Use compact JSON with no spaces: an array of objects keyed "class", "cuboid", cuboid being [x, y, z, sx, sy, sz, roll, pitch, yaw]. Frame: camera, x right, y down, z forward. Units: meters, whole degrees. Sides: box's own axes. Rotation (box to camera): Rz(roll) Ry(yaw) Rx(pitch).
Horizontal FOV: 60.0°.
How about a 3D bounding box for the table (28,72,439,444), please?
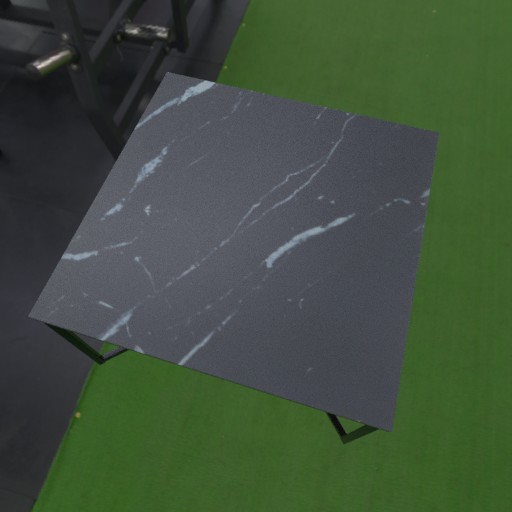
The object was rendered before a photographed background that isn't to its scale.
[{"class":"table","cuboid":[0.000,0.000,1.291,0.800,0.450,0.800,15,64,8]}]
